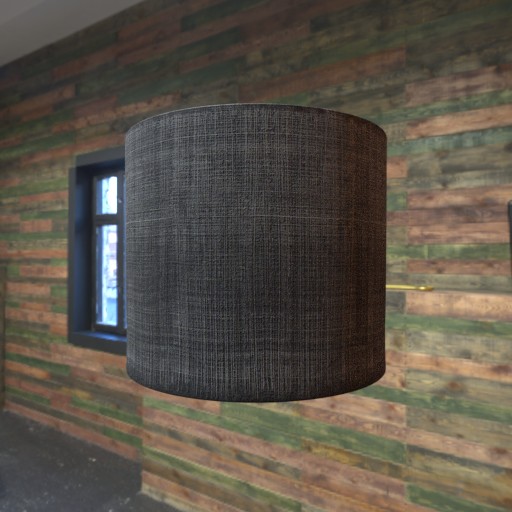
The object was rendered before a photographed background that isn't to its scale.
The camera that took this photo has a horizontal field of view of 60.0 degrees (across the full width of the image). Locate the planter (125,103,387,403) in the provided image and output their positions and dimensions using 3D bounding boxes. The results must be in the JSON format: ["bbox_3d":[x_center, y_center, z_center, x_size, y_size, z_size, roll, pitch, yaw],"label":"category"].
[{"bbox_3d":[0.000,0.000,0.448,0.254,0.221,0.254,0,0,0],"label":"planter"}]
